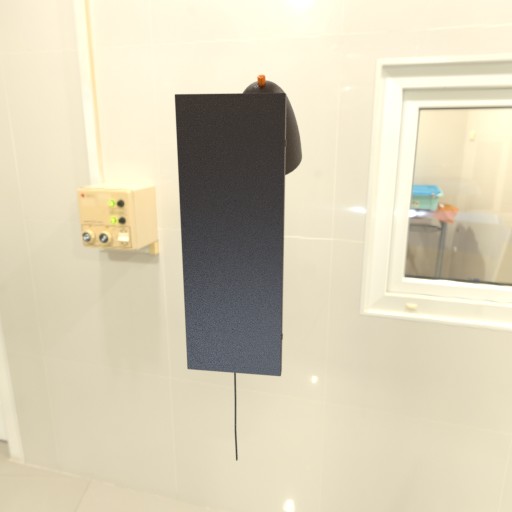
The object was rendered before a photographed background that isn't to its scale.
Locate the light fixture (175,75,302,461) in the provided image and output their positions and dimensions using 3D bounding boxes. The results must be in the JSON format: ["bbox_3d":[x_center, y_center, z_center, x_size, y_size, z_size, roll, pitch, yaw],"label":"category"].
[{"bbox_3d":[0.000,0.000,0.914,0.162,0.715,0.499,2,16,8],"label":"light fixture"}]
